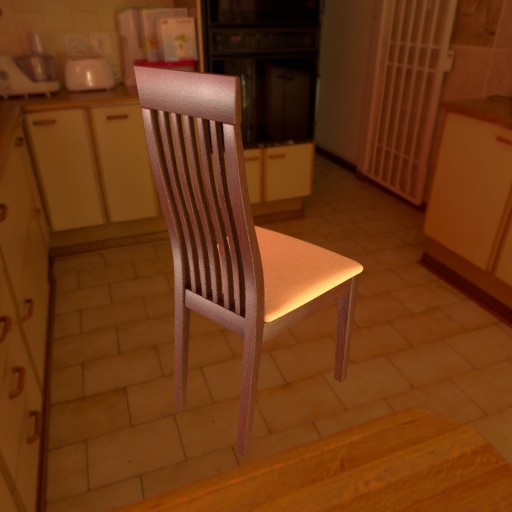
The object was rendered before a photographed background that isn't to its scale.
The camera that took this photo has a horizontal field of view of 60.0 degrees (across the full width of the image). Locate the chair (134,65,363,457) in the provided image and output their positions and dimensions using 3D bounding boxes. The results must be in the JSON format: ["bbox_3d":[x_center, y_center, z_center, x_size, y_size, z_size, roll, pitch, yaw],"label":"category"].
[{"bbox_3d":[0.000,0.000,1.269,0.460,1.027,0.474,21,36,33],"label":"chair"}]
